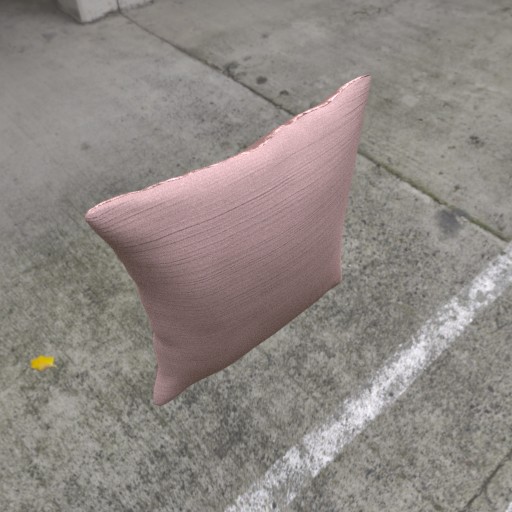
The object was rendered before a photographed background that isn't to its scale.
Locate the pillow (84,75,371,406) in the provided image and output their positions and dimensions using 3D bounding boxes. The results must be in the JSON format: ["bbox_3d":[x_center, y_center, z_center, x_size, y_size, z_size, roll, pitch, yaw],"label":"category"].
[{"bbox_3d":[0.000,0.000,0.728,0.470,0.464,0.175,-32,55,-26],"label":"pillow"}]
